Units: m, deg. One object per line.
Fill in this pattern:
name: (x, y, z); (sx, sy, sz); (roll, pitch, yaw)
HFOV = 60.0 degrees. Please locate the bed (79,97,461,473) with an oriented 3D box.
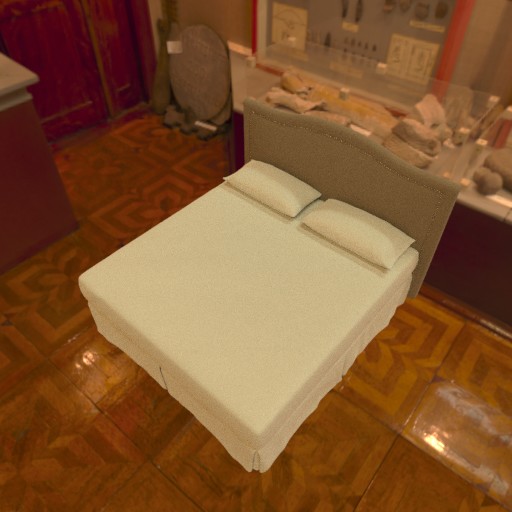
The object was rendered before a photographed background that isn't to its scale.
bed: (0.000, 0.000, 3.547); (2.083, 1.421, 2.182); (32, 54, 27)
